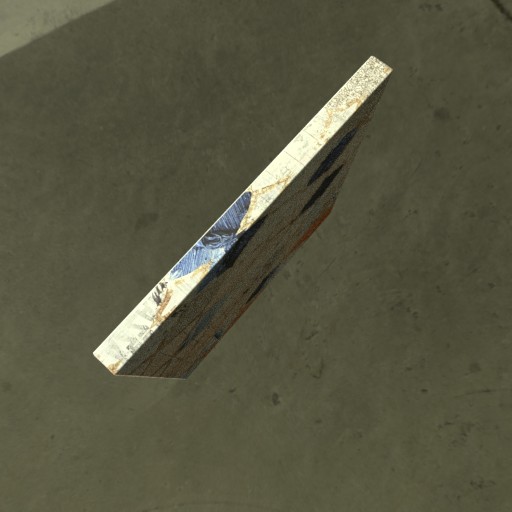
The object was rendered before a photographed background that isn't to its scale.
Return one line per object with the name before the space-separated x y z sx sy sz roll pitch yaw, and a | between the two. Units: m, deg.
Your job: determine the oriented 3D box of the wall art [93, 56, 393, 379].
wall art | 0.000 0.000 0.769 0.038 0.508 0.507 39 78 10
